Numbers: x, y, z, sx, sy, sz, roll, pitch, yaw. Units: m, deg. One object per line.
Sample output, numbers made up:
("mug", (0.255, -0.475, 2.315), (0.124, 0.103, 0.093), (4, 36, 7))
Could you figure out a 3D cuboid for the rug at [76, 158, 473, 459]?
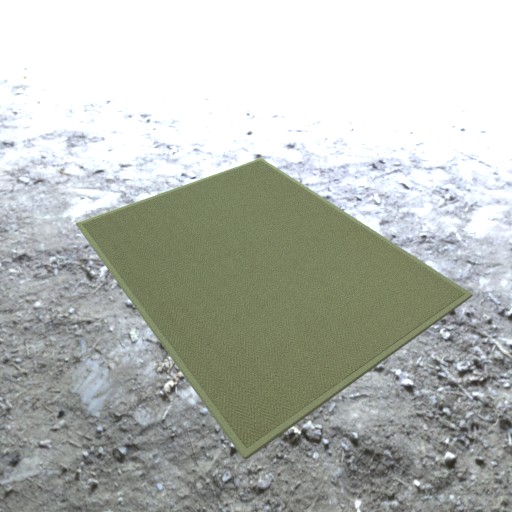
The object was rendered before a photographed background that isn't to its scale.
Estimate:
("rug", (0.000, 0.000, 4.197), (2.407, 0.020, 3.051), (-25, 46, -27))
